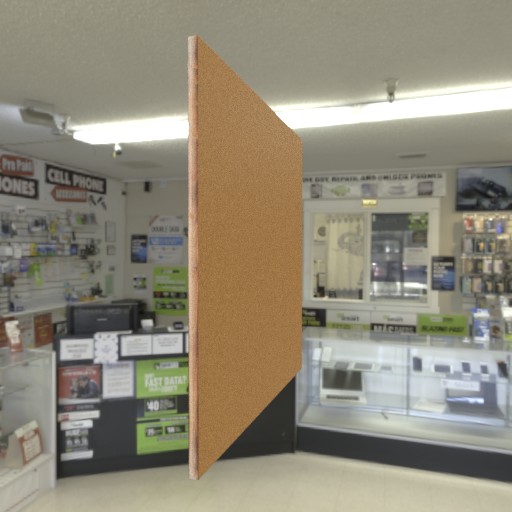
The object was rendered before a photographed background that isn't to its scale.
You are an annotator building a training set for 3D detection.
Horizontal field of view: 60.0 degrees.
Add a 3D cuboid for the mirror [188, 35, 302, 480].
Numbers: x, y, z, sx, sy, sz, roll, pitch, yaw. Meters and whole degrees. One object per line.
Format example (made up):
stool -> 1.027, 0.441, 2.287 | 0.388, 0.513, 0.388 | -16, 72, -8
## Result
mirror -> 0.000, 0.000, 1.190 | 0.061, 0.804, 0.804 | 0, 1, 19
